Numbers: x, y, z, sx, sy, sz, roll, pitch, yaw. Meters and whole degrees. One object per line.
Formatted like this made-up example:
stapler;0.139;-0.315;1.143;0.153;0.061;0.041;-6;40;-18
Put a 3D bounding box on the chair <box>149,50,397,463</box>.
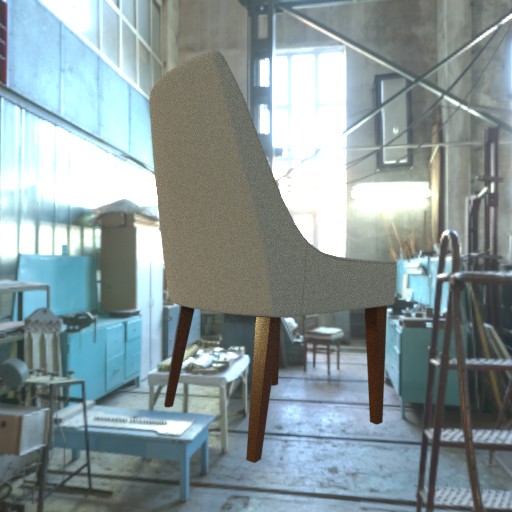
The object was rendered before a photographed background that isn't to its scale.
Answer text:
chair;0.000;0.000;1.187;0.544;0.861;0.529;1;-1;-35
